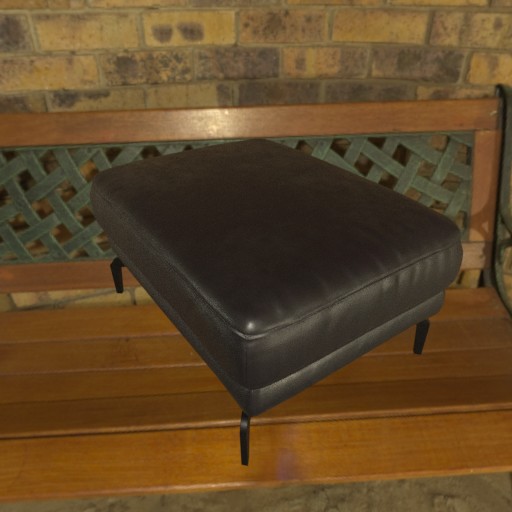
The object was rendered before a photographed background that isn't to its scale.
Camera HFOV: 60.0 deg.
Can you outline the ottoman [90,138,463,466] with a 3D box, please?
[{"bbox_3d":[0.000,0.000,1.087,0.570,0.402,0.764,-20,37,-29],"label":"ottoman"}]
